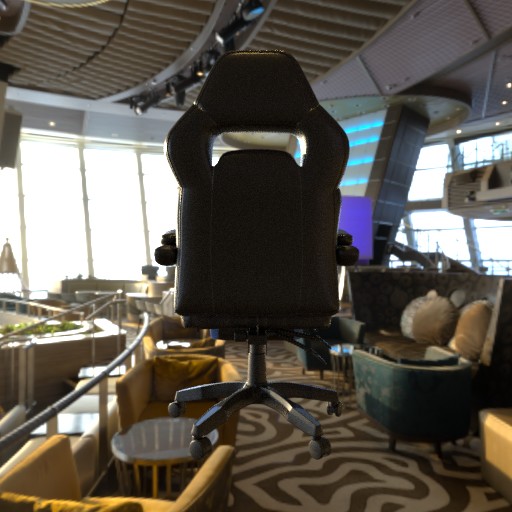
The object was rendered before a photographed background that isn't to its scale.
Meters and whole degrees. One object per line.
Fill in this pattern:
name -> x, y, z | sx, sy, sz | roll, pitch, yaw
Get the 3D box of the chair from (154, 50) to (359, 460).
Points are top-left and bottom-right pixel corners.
chair -> 0.000, 0.000, 1.684 | 0.700, 1.280, 0.700 | 0, -1, 0
